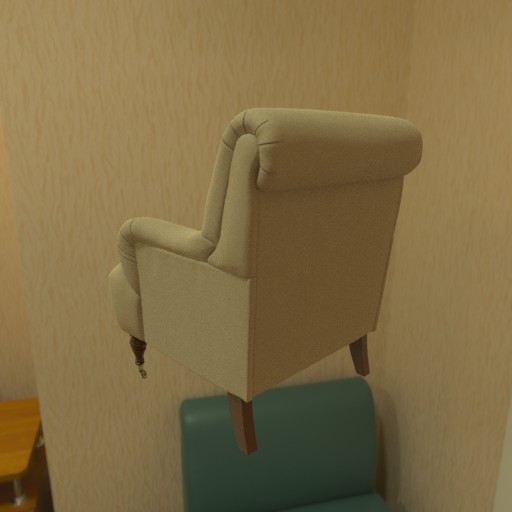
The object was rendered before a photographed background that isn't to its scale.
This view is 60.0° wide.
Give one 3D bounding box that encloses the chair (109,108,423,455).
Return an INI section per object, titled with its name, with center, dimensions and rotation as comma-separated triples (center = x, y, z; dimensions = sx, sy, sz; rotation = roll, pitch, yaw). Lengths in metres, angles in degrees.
[chair]
center = 0.000, 0.000, 1.560
dimensions = 0.842, 0.942, 0.766
rotation = 14, 20, 43
